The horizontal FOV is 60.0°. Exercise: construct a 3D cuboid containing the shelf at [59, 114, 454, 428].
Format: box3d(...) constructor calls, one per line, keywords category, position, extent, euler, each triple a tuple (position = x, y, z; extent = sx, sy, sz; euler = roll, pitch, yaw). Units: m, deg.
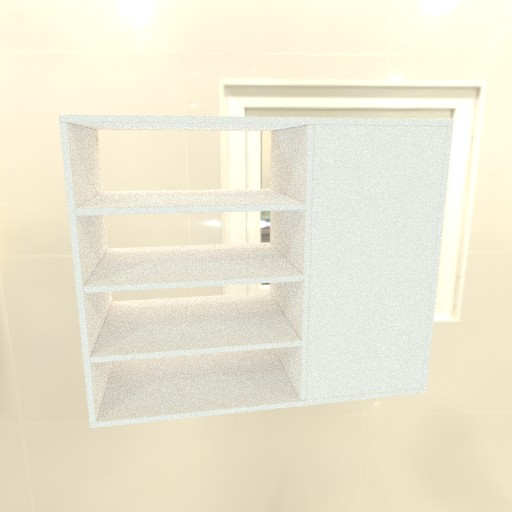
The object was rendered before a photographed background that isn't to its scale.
box3d(category="shelf", position=(0.000, 0.000, 1.260), extent=(0.895, 0.732, 0.396), euler=(-2, 14, -10))
